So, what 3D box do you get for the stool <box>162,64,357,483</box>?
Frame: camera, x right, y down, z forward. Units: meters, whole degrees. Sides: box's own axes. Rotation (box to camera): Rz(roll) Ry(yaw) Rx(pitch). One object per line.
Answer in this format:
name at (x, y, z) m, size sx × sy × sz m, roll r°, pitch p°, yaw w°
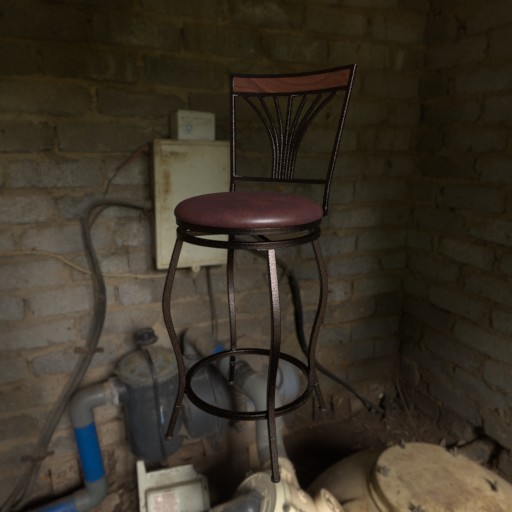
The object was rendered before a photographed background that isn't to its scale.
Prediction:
stool at (0.000, 0.000, 1.353) m, size 0.433 × 1.117 × 0.514 m, roll 8°, pitch 16°, yaw 27°
